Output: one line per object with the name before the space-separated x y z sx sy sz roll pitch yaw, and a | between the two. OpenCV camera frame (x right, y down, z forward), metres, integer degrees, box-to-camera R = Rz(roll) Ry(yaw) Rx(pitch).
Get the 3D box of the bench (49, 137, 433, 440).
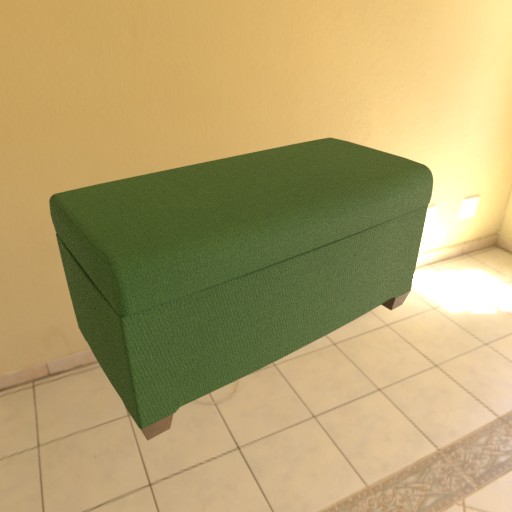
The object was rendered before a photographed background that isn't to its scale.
bench | 0.000 0.000 1.303 0.989 0.501 0.505 -19 35 -31
